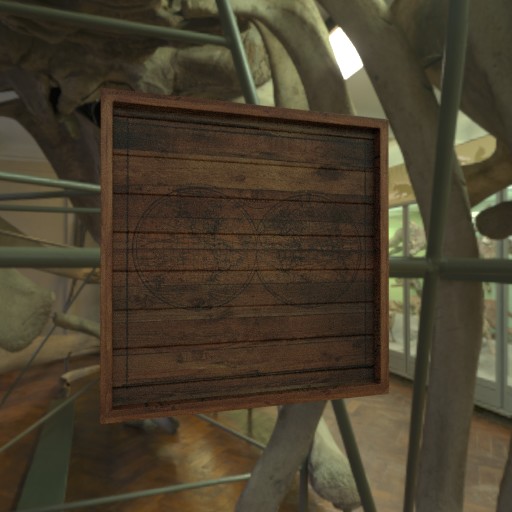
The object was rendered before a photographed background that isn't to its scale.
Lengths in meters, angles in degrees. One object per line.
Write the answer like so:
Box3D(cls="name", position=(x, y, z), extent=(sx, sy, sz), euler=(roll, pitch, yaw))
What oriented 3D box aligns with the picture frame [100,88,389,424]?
Box3D(cls="picture frame", position=(0.000, 0.000, 0.533), extent=(0.352, 0.356, 0.028), euler=(0, 0, -17))
